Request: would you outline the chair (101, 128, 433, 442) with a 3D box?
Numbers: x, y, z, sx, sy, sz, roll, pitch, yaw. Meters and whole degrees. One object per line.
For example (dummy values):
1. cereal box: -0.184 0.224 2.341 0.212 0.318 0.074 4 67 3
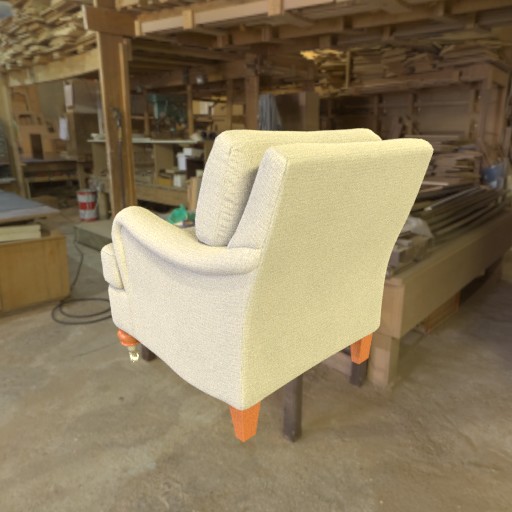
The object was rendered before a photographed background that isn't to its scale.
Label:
1. chair: 0.000 0.000 1.879 1.070 1.038 0.955 16 23 42
